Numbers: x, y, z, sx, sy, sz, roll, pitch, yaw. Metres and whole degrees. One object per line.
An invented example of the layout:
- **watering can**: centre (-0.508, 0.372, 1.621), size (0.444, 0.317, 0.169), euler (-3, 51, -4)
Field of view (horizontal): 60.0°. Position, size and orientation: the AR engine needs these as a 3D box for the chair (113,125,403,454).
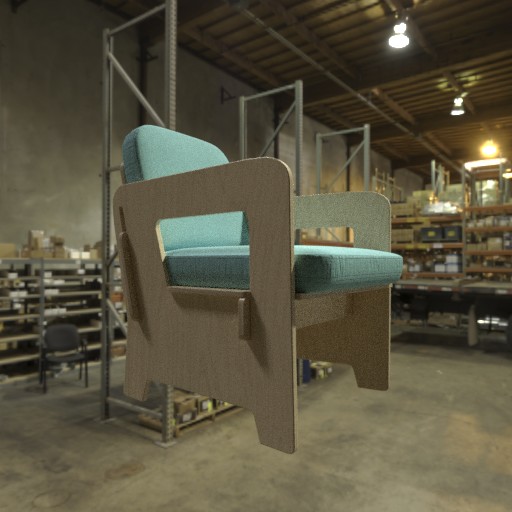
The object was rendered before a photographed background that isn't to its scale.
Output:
- **chair**: centre (0.000, 0.000, 1.273), size (0.710, 0.800, 0.590), euler (0, -1, 36)
